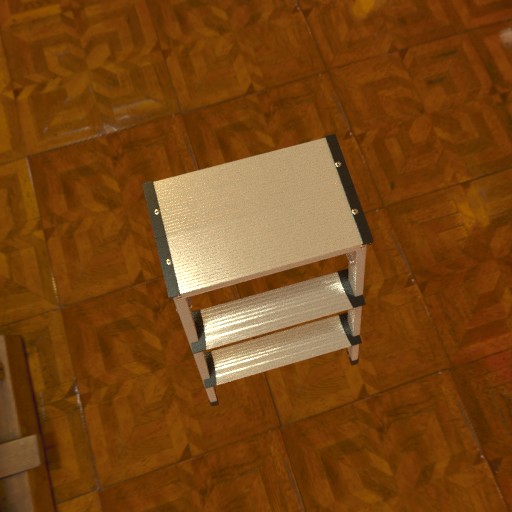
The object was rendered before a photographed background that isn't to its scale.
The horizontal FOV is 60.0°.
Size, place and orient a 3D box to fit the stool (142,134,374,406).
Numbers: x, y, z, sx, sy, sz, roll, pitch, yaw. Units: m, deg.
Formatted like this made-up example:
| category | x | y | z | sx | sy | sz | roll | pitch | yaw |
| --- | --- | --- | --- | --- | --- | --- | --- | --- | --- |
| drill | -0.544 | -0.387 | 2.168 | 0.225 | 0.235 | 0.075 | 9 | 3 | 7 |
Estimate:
| category | x | y | z | sx | sy | sz | roll | pitch | yaw |
| --- | --- | --- | --- | --- | --- | --- | --- | --- | --- |
| stool | 0.000 | 0.000 | 1.030 | 0.437 | 0.605 | 0.622 | -15 | 76 | -4 |
